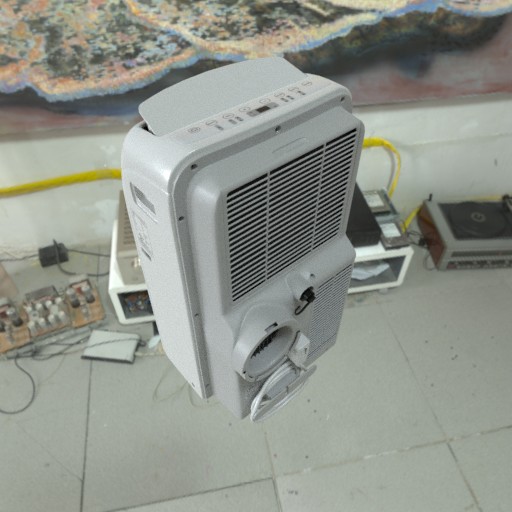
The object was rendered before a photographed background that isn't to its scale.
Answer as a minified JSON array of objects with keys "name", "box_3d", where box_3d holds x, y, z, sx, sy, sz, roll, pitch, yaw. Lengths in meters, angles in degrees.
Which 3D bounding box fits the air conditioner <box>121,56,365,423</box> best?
[{"name":"air conditioner","box_3d":[0.000,0.000,1.052,0.449,0.786,0.414,-31,53,-27]}]
